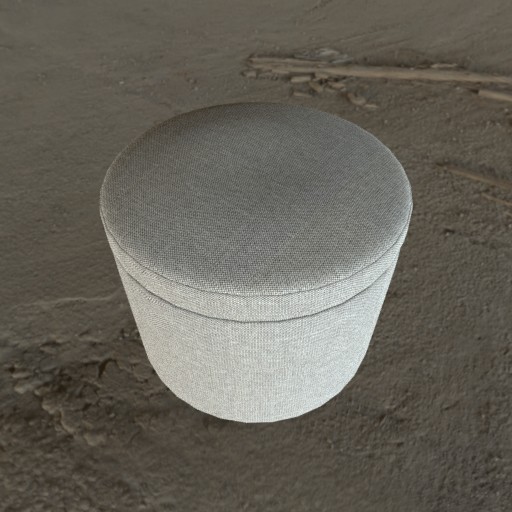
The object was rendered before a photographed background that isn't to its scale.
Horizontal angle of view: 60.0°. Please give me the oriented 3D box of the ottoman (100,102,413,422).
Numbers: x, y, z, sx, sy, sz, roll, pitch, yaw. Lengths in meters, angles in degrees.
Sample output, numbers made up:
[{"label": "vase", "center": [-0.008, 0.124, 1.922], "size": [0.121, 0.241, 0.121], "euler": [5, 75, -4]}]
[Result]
[{"label": "ottoman", "center": [0.000, 0.000, 0.856], "size": [0.500, 0.419, 0.500], "euler": [0, 47, 0]}]
